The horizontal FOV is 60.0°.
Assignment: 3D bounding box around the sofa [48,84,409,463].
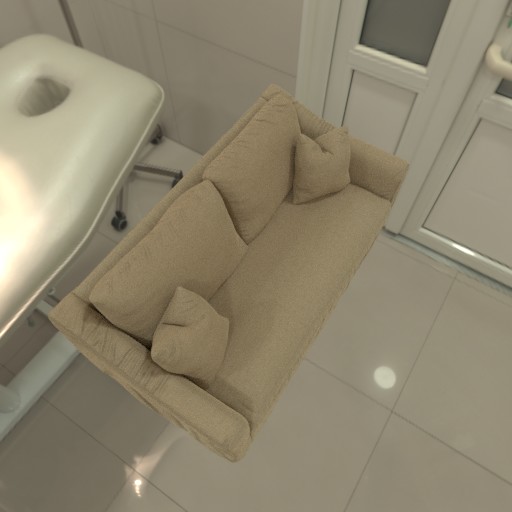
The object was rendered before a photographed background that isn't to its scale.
[{"bbox_3d":[0.000,0.000,2.647,1.072,1.018,2.010,29,63,17],"label":"sofa"}]
